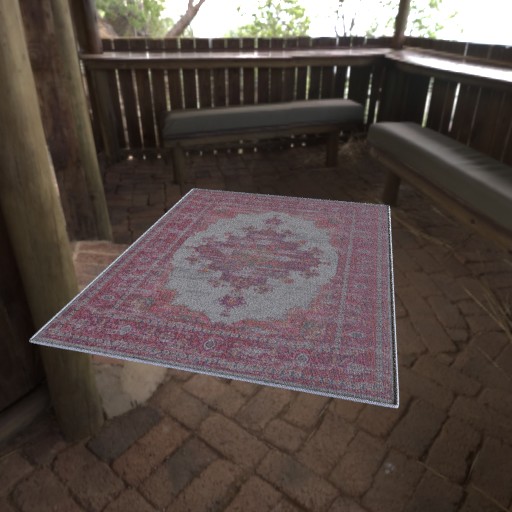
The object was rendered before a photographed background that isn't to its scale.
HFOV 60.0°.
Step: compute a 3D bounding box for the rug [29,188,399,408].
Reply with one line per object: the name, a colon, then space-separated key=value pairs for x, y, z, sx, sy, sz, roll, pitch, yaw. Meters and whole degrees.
rug: x=0.000 y=0.000 z=4.103 sx=2.447 sy=0.017 sz=3.123 roll=7 pitch=29 yaw=12
